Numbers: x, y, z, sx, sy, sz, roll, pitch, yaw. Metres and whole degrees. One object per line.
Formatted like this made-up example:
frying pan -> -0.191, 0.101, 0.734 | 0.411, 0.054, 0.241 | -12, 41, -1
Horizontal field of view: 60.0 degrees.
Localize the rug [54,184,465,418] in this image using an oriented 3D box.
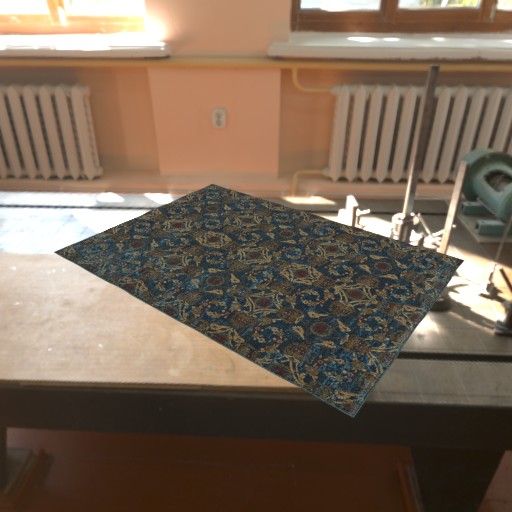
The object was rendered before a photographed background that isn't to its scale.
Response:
rug -> 0.000, 0.000, 4.345 | 3.291, 0.013, 2.337 | 21, 37, 32
